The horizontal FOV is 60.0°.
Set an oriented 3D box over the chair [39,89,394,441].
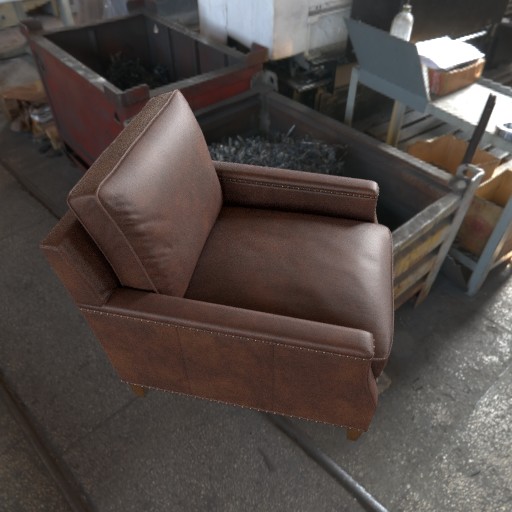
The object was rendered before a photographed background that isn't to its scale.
[{"bbox_3d":[0.000,0.000,1.631,1.014,0.929,0.853,9,45,9],"label":"chair"}]
